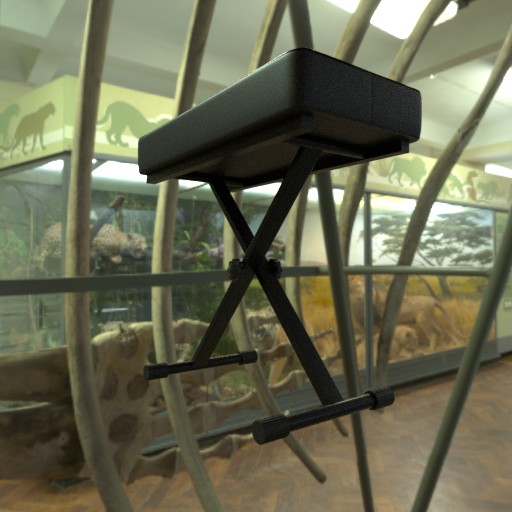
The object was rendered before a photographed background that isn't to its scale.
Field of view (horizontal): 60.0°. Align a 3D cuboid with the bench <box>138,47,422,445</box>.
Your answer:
[{"bbox_3d":[0.000,0.000,0.917,0.300,0.561,0.600,0,-1,-36],"label":"bench"}]
